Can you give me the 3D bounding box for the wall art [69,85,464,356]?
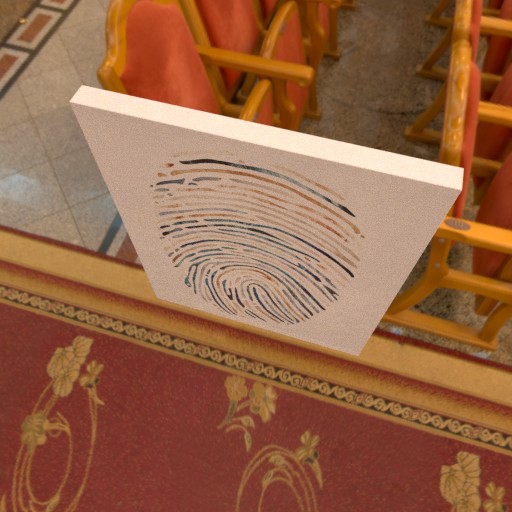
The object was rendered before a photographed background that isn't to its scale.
[{"bbox_3d":[0.000,0.000,0.818,0.508,0.606,0.037,15,60,9],"label":"wall art"}]
